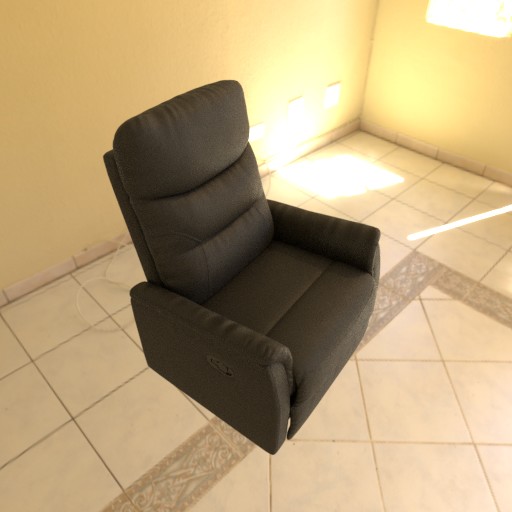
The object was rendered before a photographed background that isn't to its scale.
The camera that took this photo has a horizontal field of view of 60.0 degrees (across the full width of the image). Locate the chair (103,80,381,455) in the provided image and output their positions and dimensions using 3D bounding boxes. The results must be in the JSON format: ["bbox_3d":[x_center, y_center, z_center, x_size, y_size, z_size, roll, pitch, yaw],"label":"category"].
[{"bbox_3d":[0.000,0.000,1.648,0.831,1.082,0.775,26,47,27],"label":"chair"}]
